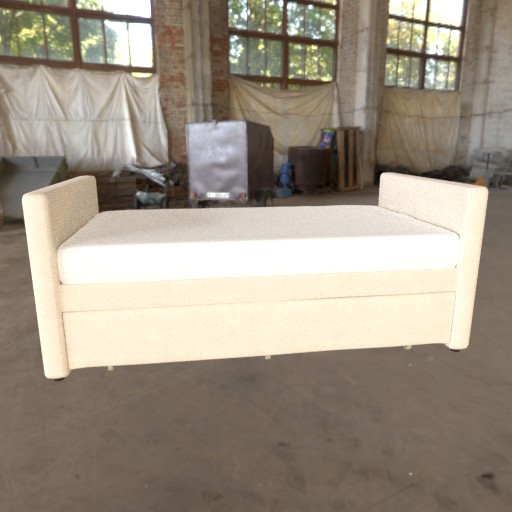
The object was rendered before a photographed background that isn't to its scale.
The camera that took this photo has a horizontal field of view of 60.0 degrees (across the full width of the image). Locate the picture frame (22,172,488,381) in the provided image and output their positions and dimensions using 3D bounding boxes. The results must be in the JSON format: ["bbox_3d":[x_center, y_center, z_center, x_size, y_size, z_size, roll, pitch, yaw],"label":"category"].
[{"bbox_3d":[0.000,0.000,2.631,2.161,0.891,1.069,-2,15,-8],"label":"picture frame"}]
